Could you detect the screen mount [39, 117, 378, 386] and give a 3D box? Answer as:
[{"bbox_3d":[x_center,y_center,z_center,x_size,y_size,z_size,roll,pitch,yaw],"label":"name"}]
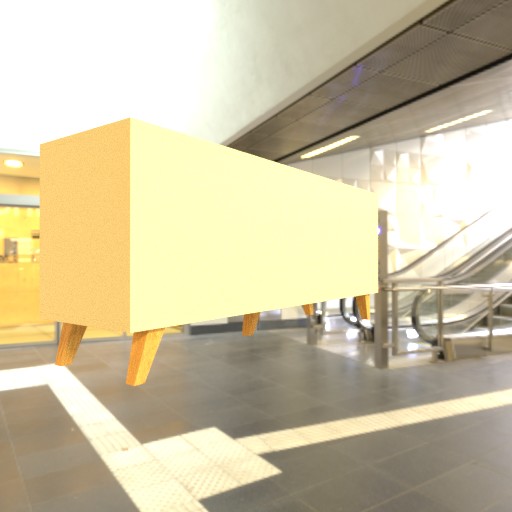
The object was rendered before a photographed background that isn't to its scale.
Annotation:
[{"bbox_3d":[0.000,0.000,1.715,0.400,0.619,1.490,0,0,37],"label":"screen mount"}]
